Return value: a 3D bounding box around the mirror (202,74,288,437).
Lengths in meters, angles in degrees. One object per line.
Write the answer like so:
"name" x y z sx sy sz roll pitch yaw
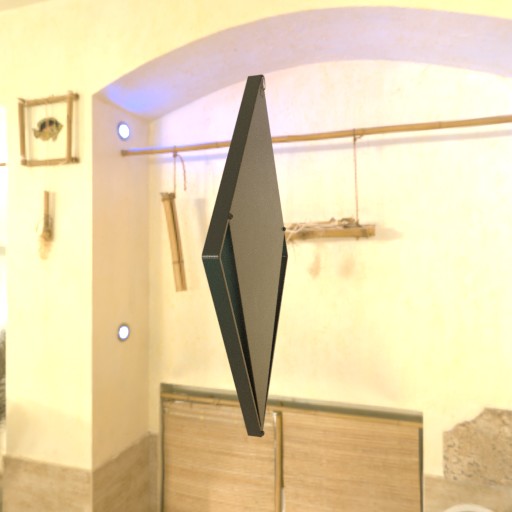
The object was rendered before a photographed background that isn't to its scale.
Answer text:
"mirror" 0.000 0.000 0.833 0.032 0.679 0.419 0 0 18
